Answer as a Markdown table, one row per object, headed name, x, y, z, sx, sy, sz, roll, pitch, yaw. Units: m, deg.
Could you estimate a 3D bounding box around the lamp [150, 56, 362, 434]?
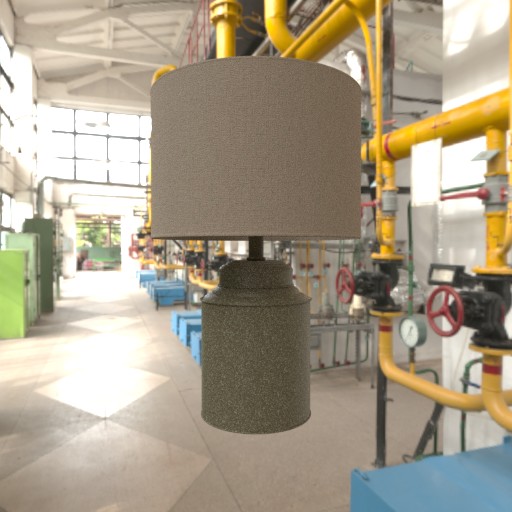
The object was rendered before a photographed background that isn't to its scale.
| name | x | y | z | sx | sy | sz | roll | pitch | yaw |
| --- | --- | --- | --- | --- | --- | --- | --- | --- | --- |
| lamp | 0.000 | 0.000 | 0.688 | 0.318 | 0.486 | 0.318 | 0 | 1 | 0 |
